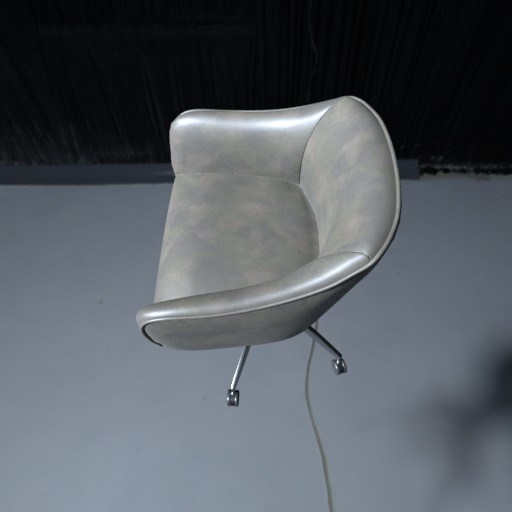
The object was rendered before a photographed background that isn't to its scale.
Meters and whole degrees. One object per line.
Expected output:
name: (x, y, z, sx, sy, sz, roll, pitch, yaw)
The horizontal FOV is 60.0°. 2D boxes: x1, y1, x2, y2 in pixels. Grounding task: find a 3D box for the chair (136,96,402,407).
chair: (0.000, 0.000, 1.357, 0.689, 0.827, 0.713, 1, 57, 1)
